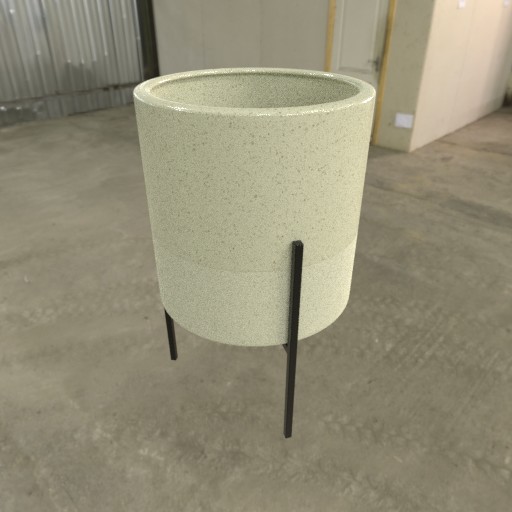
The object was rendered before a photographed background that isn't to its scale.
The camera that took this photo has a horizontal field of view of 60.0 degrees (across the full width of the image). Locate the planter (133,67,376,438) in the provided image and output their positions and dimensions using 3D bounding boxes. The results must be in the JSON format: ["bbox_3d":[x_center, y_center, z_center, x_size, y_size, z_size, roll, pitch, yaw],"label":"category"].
[{"bbox_3d":[0.000,0.000,0.534,0.234,0.390,0.243,-10,32,-16],"label":"planter"}]
